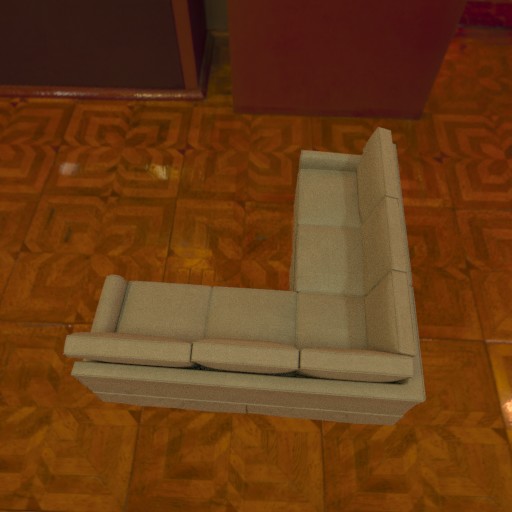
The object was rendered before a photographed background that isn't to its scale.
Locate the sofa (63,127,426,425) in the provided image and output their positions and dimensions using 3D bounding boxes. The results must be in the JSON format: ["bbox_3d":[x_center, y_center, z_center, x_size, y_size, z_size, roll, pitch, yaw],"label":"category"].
[{"bbox_3d":[0.000,0.000,4.116,2.623,1.081,2.618,4,58,2],"label":"sofa"}]
